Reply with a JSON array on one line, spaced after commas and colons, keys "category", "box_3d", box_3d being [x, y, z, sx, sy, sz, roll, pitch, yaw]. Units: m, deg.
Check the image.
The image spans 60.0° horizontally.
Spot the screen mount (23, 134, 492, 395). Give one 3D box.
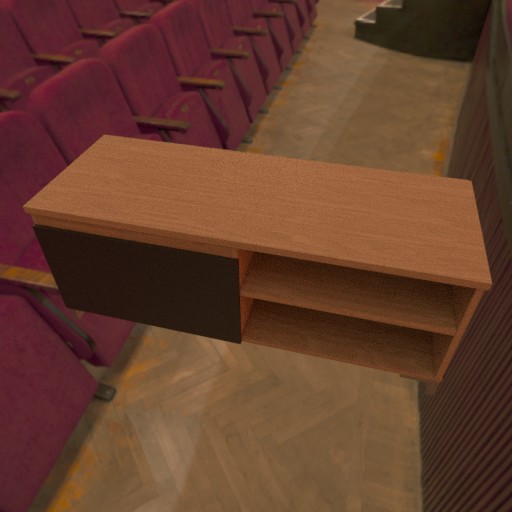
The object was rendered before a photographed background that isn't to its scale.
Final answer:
[{"category": "screen mount", "box_3d": [0.000, 0.000, 1.280, 1.084, 0.432, 0.406, 10, 42, 11]}]
